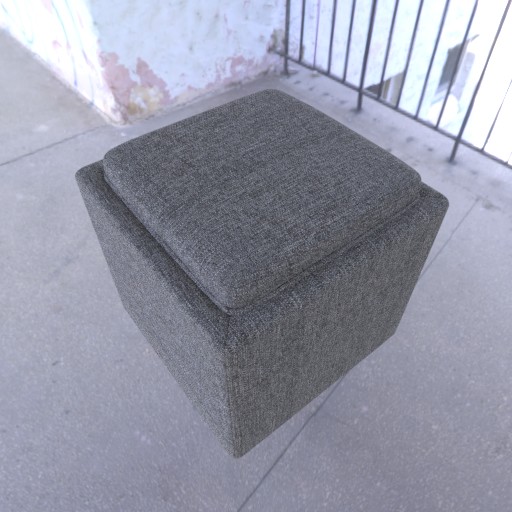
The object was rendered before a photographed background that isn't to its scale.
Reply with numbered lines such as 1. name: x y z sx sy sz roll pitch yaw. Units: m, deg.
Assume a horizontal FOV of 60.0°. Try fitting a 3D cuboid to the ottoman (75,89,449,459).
1. ottoman: 0.000 0.000 0.852 0.450 0.460 0.450 -30 54 -25
